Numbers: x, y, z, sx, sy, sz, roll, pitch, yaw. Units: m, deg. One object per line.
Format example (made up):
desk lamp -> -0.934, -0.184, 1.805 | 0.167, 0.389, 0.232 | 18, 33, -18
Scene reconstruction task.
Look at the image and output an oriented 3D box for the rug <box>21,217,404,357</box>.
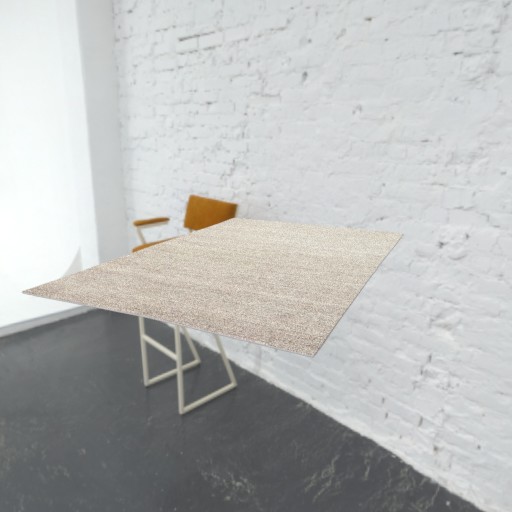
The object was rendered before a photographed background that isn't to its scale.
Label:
rug -> 0.000, 0.000, 3.002 | 1.609, 0.030, 2.342 | 7, 17, 25
